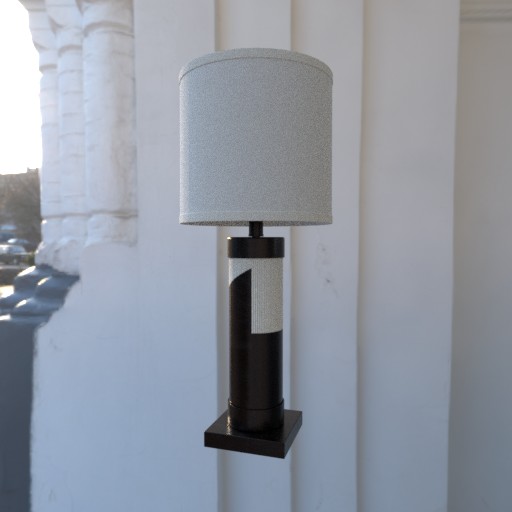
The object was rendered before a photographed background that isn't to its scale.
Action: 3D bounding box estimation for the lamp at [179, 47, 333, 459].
[{"bbox_3d":[0.000,0.000,0.621,0.211,0.509,0.211,1,2,18],"label":"lamp"}]
